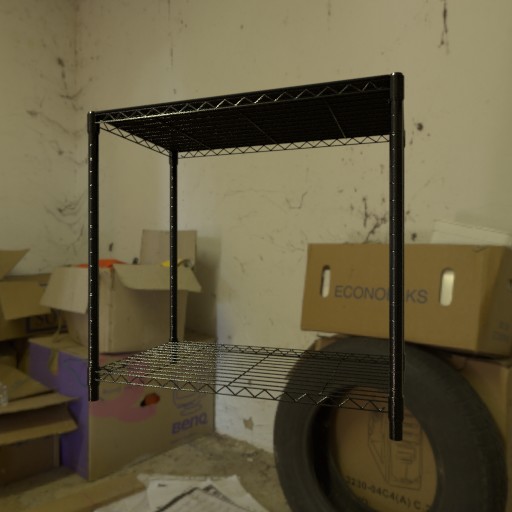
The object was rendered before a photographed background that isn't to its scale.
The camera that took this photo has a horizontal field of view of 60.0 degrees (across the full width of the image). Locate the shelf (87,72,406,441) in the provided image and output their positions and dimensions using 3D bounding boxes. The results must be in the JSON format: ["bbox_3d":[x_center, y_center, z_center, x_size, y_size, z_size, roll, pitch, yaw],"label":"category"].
[{"bbox_3d":[0.000,0.000,0.925,0.589,0.564,0.338,0,0,19],"label":"shelf"}]
